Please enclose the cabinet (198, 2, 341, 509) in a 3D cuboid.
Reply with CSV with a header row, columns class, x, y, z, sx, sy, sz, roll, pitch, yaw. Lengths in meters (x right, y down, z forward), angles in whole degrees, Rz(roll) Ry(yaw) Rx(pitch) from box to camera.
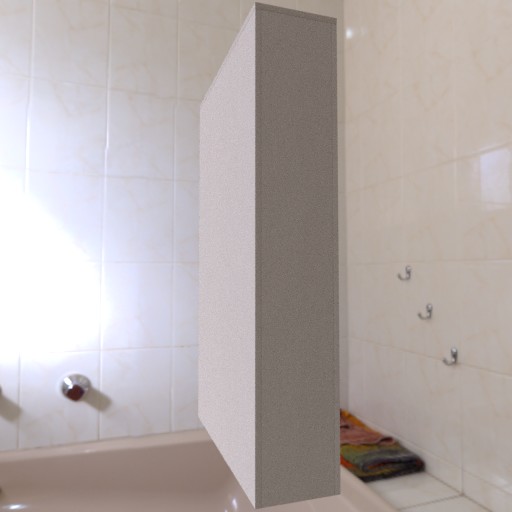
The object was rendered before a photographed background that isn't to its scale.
class,x,y,z,sx,sy,sz,roll,pitch,yaw
cabinet,0.000,0.000,1.512,0.250,1.280,0.750,1,-2,-18
